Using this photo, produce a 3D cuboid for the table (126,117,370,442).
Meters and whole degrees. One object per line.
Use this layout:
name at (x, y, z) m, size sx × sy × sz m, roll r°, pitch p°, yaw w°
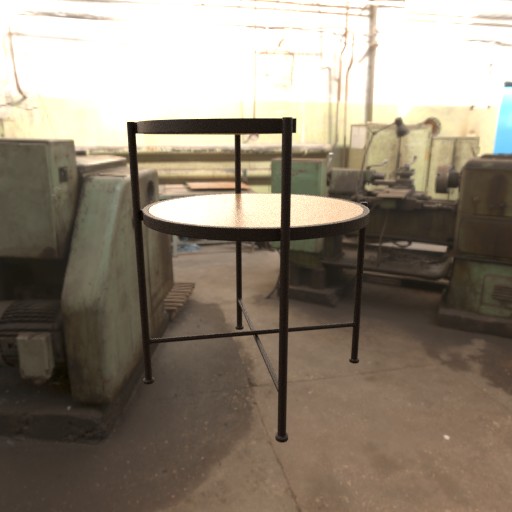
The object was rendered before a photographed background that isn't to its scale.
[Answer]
table at (0.000, 0.000, 1.184) m, size 0.628 × 0.684 × 0.629 m, roll -3°, pitch 15°, yaw -11°
